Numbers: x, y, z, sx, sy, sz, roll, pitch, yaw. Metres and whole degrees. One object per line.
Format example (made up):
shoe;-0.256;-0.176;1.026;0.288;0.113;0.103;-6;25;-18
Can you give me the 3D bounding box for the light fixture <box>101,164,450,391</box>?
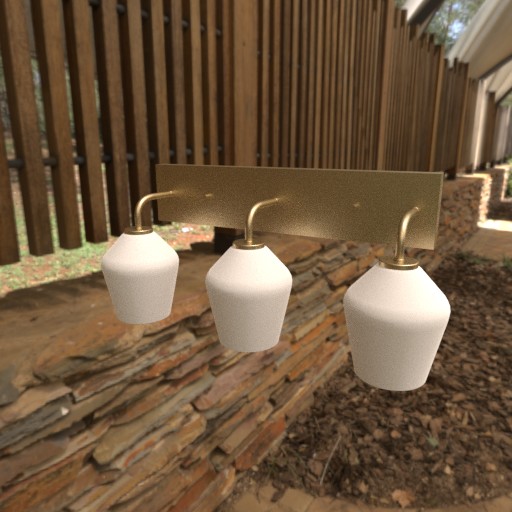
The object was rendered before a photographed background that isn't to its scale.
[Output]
light fixture;0.000;0.000;0.737;0.609;0.280;0.190;8;17;28
